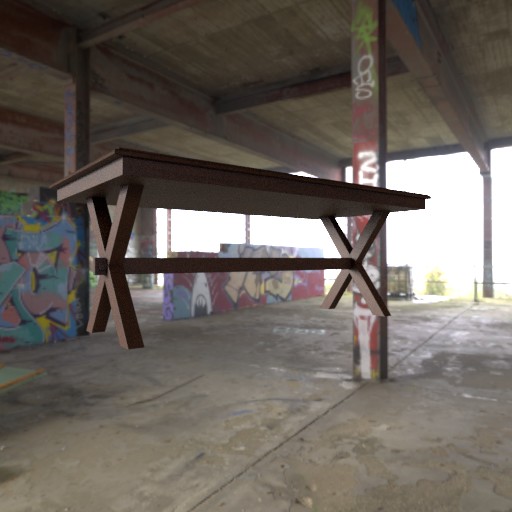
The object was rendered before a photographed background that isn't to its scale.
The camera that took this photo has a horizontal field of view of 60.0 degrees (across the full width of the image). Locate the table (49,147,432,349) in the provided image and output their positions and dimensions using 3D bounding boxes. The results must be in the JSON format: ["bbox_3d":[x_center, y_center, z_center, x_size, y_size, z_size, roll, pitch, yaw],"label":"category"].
[{"bbox_3d":[0.000,0.000,1.533,1.197,0.459,0.594,0,0,-37],"label":"table"}]
